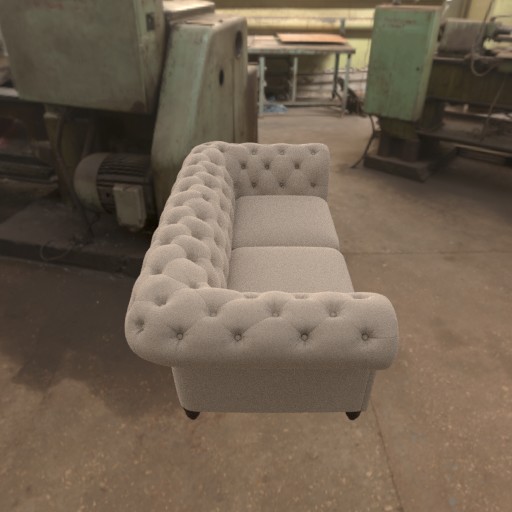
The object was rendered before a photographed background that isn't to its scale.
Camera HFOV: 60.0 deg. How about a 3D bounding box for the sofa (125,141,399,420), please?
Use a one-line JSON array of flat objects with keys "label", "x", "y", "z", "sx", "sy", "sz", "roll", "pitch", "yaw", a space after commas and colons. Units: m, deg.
[{"label": "sofa", "x": 0.000, "y": 0.000, "z": 2.461, "sx": 0.986, "sy": 0.764, "sz": 1.998, "roll": 0, "pitch": 32, "yaw": 0}]
